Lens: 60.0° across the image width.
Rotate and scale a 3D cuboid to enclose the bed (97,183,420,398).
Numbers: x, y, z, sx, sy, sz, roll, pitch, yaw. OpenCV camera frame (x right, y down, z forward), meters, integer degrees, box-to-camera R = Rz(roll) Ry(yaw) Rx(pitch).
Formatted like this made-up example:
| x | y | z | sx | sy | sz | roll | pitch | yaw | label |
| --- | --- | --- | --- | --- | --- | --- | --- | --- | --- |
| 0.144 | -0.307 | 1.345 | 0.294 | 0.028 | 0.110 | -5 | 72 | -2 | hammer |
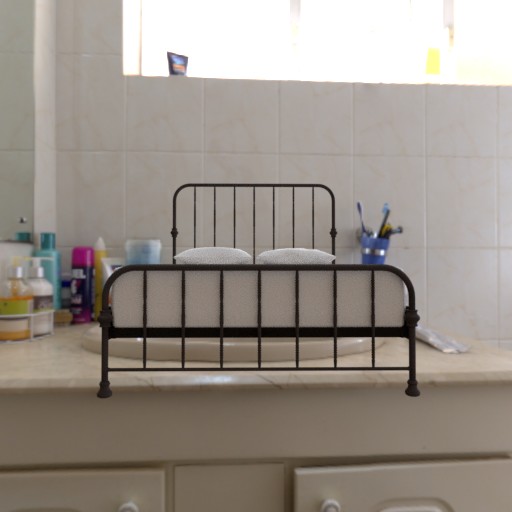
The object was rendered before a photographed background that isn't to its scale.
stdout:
| x | y | z | sx | sy | sz | roll | pitch | yaw | label |
| --- | --- | --- | --- | --- | --- | --- | --- | --- | --- |
| 0.000 | 0.000 | 3.256 | 1.616 | 1.446 | 2.134 | 0 | -1 | -1 | bed |
